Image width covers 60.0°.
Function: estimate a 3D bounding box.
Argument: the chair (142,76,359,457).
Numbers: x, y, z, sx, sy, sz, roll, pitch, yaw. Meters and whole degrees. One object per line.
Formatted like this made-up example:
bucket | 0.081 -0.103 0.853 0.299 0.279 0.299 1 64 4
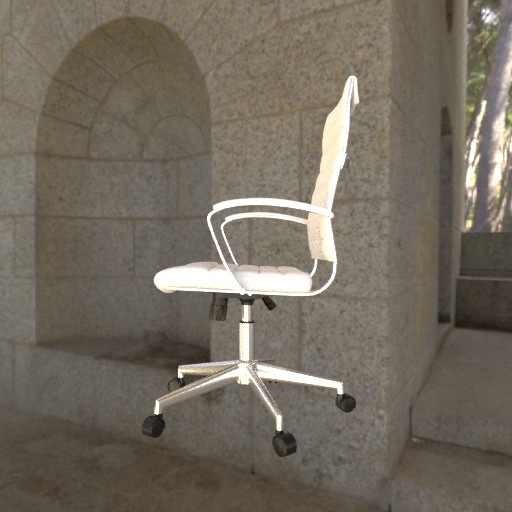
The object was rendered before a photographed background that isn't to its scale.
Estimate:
chair | 0.000 0.000 1.628 0.739 1.149 0.766 0 1 0
